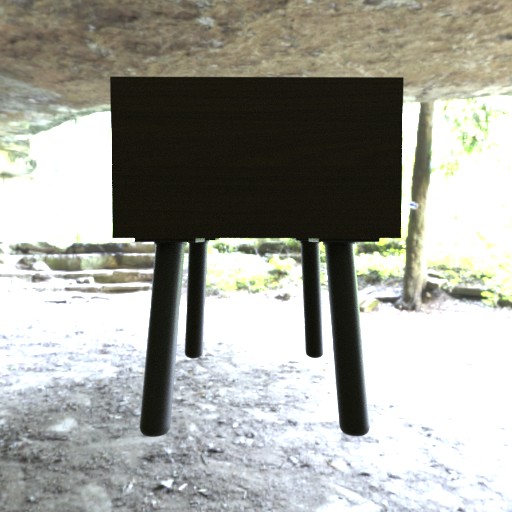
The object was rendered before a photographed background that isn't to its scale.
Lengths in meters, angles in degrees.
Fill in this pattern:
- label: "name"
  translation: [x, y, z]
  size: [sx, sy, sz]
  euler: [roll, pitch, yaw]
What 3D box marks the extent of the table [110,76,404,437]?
- label: "table"
  translation: [0.000, 0.000, 0.793]
  size: [0.370, 0.470, 0.450]
  euler: [0, 2, 0]
